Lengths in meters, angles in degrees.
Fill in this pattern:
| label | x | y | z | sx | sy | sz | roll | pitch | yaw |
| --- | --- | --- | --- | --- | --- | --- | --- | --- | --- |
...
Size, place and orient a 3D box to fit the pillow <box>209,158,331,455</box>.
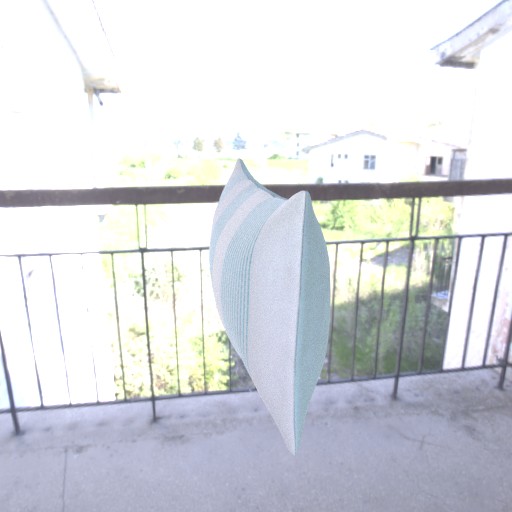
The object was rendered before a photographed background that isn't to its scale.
| label | x | y | z | sx | sy | sz | roll | pitch | yaw |
| --- | --- | --- | --- | --- | --- | --- | --- | --- | --- |
| pillow | 0.000 | 0.000 | 0.724 | 0.151 | 0.287 | 0.610 | -2 | 15 | -8 |
